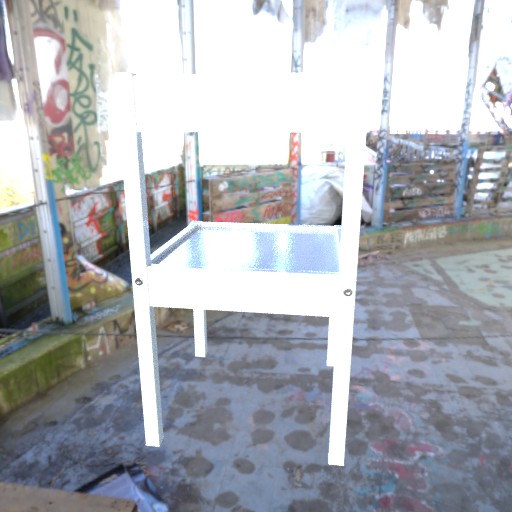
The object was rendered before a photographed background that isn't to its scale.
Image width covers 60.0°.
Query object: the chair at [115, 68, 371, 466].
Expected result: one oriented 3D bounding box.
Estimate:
[{"bbox_3d":[0.000,0.000,0.688,0.285,0.505,0.285,2,17,8],"label":"chair"}]
